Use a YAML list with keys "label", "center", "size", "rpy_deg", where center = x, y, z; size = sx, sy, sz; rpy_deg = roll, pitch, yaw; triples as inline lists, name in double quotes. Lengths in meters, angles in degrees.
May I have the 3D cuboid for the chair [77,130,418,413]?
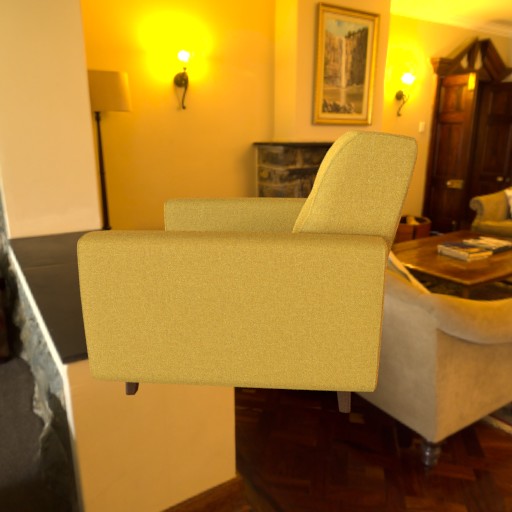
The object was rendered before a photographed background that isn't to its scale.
- label: "chair"
  center: [0.000, 0.000, 1.542]
  size: [0.909, 0.841, 0.831]
  rpy_deg: [2, 15, 8]
